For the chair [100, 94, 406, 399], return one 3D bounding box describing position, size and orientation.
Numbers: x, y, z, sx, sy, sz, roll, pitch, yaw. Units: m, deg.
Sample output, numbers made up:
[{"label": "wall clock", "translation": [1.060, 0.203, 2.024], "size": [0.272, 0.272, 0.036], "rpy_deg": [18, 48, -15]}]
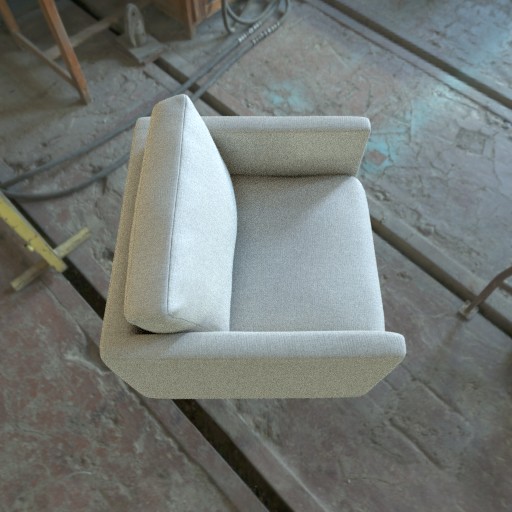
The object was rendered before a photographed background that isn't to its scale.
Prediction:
[{"label": "chair", "translation": [0.000, 0.000, 1.754], "size": [0.959, 0.919, 0.996], "rpy_deg": [0, 63, 0]}]
